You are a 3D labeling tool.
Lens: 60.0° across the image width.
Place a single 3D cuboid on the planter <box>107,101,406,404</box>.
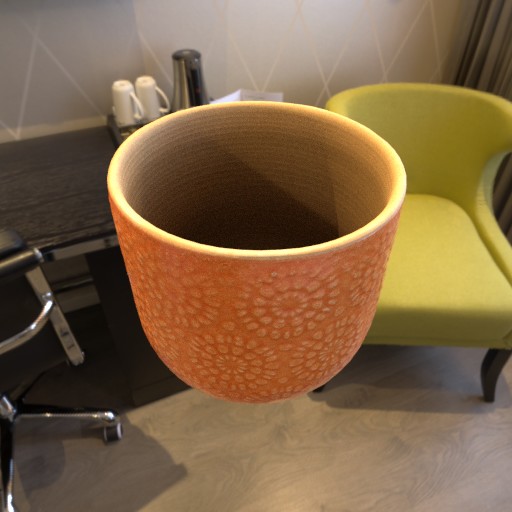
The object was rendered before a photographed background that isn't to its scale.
[{"bbox_3d":[0.000,0.000,0.295,0.170,0.152,0.170,0,41,0],"label":"planter"}]
